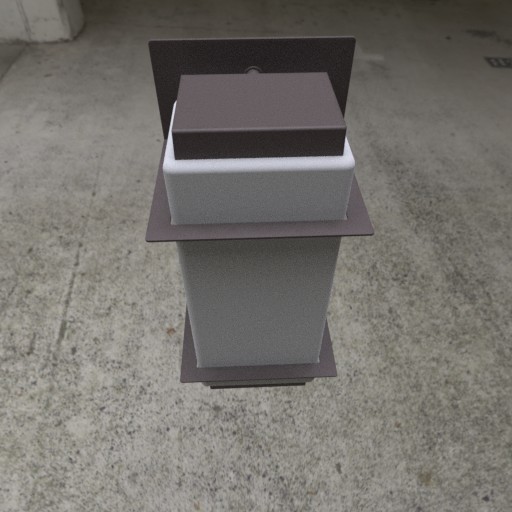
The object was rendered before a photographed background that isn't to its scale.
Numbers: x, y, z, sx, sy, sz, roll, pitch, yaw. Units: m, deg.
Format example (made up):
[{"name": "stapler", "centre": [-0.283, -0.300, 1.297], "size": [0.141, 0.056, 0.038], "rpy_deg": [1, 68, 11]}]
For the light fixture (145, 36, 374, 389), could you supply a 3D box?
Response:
[{"name": "light fixture", "centre": [0.000, 0.000, 0.412], "size": [0.153, 0.347, 0.146], "rpy_deg": [-2, 46, -2]}]
